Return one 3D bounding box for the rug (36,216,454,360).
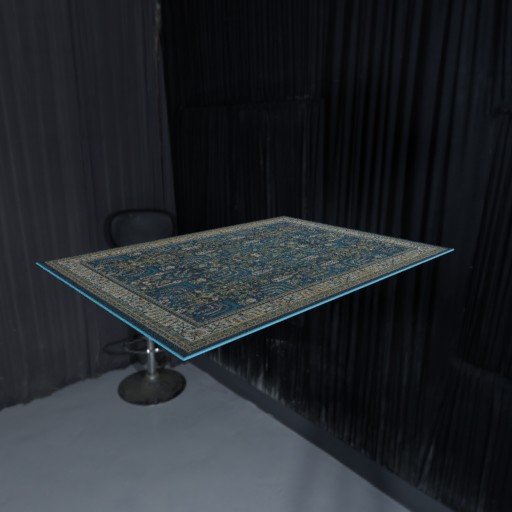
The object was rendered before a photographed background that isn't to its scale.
[{"bbox_3d":[0.000,0.000,3.978,3.044,0.015,2.226,-15,22,-41],"label":"rug"}]
